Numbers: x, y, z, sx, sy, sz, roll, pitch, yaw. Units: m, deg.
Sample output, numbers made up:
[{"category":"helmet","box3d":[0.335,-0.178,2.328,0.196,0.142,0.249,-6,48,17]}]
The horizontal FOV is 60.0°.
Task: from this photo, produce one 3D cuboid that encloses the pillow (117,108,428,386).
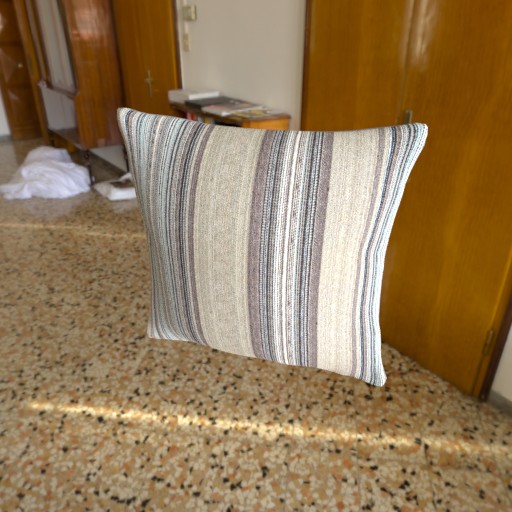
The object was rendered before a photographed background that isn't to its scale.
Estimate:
[{"category":"pillow","box3d":[0.000,0.000,0.676,0.435,0.416,0.189,8,28,16]}]
